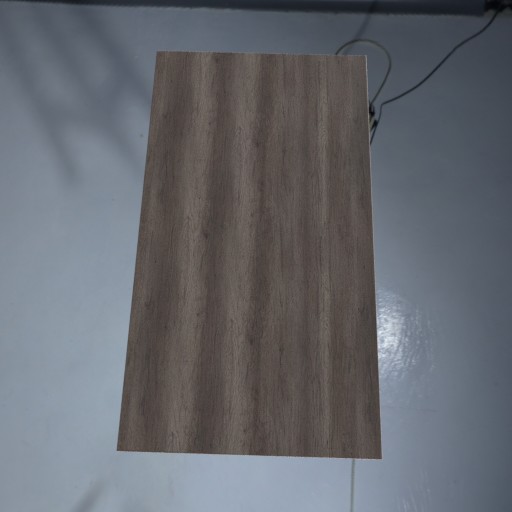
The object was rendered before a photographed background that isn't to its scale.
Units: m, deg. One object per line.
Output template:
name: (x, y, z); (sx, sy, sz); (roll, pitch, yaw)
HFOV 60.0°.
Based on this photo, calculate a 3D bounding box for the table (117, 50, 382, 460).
table: (0.000, 0.000, 2.077); (0.900, 0.775, 1.600); (2, 75, 0)
